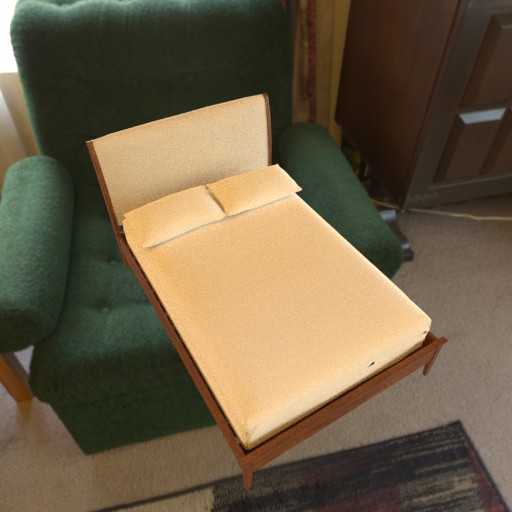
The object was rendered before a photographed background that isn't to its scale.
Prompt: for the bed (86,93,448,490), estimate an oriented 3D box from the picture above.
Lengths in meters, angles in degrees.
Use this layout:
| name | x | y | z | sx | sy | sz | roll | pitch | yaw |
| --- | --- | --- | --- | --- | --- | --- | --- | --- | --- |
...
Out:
| name | x | y | z | sx | sy | sz | roll | pitch | yaw |
| --- | --- | --- | --- | --- | --- | --- | --- | --- | --- |
| bed | 0.000 | 0.000 | 3.294 | 1.612 | 1.250 | 2.380 | -23 | 49 | -21 |
